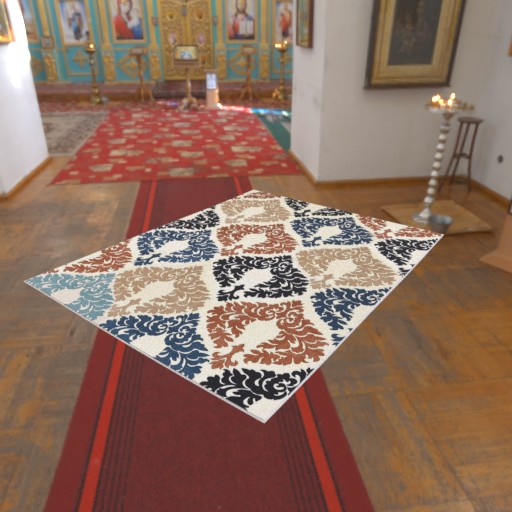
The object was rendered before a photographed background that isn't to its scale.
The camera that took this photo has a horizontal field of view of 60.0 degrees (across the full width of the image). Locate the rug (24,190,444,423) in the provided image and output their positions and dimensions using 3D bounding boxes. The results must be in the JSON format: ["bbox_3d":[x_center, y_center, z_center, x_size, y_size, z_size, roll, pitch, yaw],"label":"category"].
[{"bbox_3d":[0.000,0.000,3.994,2.423,0.014,3.040,19,32,33],"label":"rug"}]
